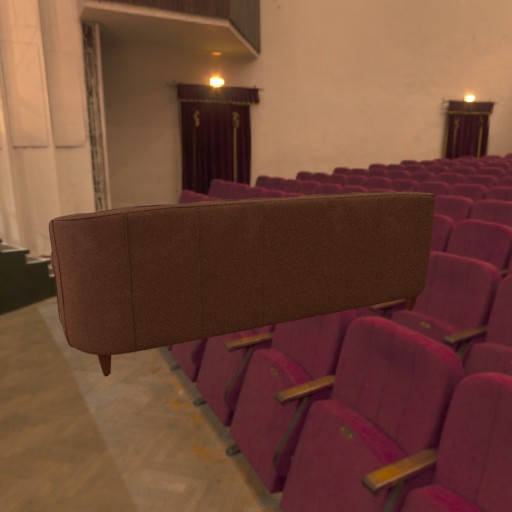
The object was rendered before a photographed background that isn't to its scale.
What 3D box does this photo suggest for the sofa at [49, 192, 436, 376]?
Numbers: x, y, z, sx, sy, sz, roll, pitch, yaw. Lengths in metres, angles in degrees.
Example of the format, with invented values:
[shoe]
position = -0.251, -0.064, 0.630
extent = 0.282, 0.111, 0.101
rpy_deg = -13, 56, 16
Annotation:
[sofa]
position = 0.000, 0.000, 2.674
extent = 2.227, 0.787, 0.927
rpy_deg = -7, 15, -26
